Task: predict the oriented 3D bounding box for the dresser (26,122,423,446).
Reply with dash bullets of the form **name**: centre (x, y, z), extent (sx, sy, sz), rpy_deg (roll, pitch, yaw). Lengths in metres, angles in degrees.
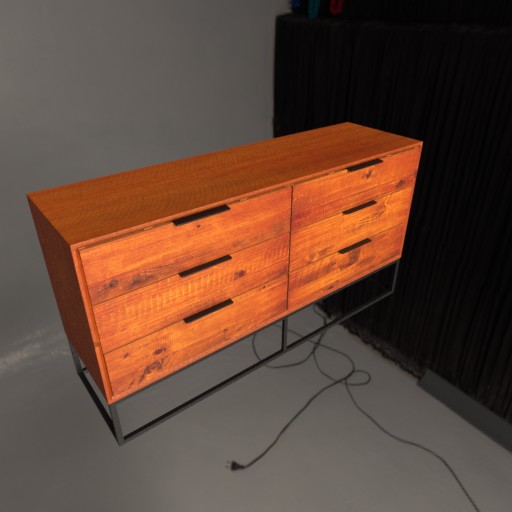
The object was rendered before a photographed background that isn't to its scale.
- **dresser**: centre (0.000, 0.000, 1.895), extent (1.536, 0.810, 0.464), rpy_deg (-21, 37, -32)
